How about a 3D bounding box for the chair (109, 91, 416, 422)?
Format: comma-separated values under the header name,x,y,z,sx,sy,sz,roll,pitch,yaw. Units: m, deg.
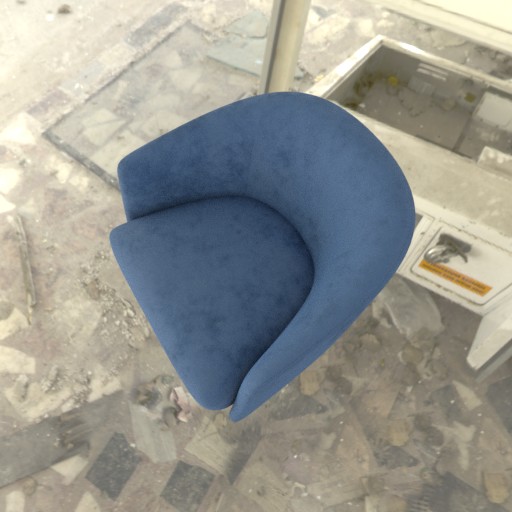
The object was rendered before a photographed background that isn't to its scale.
name,x,y,z,sx,sy,sz,roll,pitch,yaw
chair,0.000,0.000,1.400,0.767,0.698,0.773,-29,67,-14
